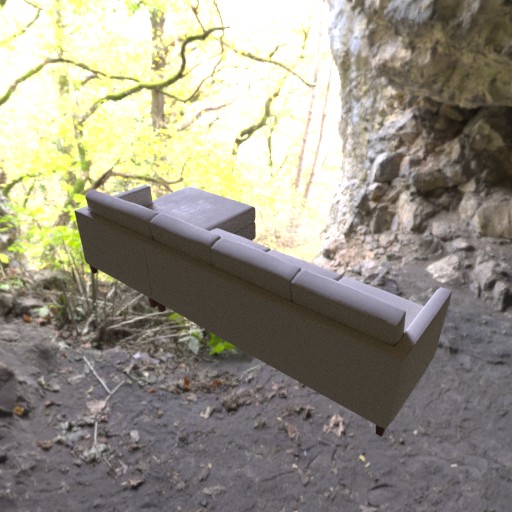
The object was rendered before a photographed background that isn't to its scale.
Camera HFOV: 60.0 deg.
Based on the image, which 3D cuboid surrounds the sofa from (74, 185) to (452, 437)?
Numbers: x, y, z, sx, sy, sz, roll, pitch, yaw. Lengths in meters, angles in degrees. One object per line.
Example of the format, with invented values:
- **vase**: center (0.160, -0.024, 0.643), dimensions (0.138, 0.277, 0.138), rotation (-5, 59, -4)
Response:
- **sofa**: center (0.000, 0.000, 4.199), dimensions (3.471, 0.954, 1.599), rotation (22, 37, 32)
